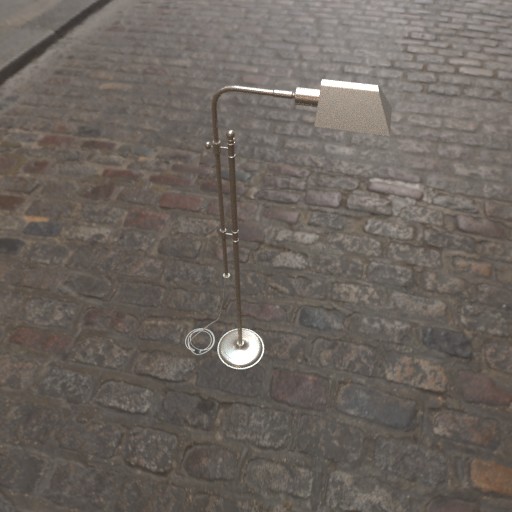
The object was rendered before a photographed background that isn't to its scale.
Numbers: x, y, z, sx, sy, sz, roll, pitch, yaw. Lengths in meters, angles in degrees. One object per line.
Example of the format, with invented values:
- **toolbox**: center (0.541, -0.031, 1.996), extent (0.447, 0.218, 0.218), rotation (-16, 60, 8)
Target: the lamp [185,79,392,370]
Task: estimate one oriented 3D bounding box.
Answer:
- **lamp**: center (0.000, 0.000, 1.865), extent (0.813, 1.571, 0.256), rotation (10, 48, 9)
